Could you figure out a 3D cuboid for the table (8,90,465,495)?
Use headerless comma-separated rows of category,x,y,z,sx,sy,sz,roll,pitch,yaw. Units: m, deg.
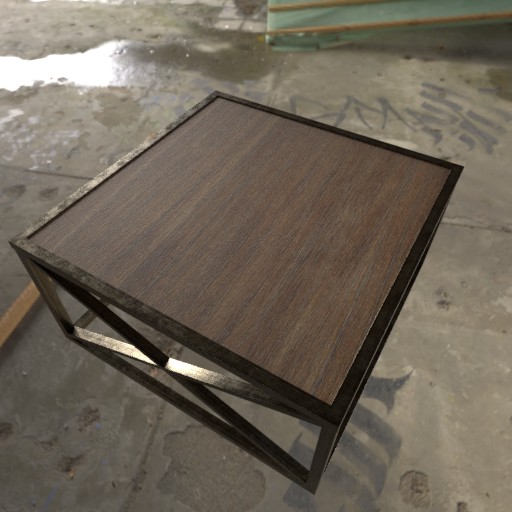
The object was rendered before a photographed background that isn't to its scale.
table,0.000,0.000,1.378,0.899,0.451,0.909,24,52,21
